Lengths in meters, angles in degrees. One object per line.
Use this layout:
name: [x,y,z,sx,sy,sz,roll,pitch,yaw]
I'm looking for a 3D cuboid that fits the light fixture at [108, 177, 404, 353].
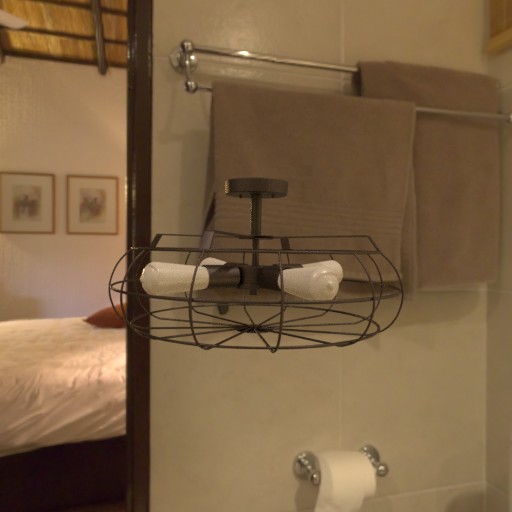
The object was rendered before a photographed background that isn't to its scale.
light fixture: [0.000,0.000,0.929,0.582,0.311,0.582,0,0,0]
